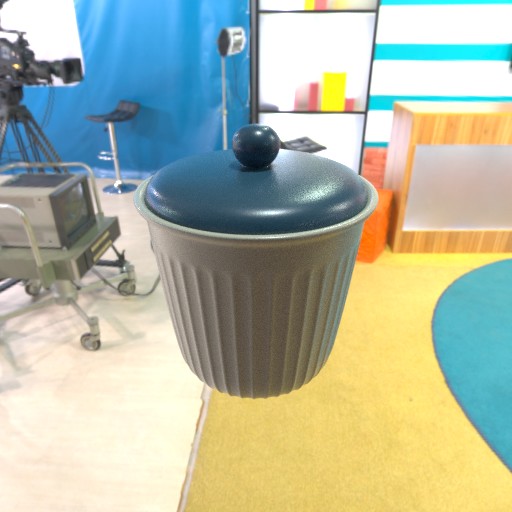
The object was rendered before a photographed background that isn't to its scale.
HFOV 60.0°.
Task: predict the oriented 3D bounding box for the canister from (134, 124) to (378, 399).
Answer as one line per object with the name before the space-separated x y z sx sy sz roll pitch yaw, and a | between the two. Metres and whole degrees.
canister | 0.000 0.000 0.364 0.181 0.211 0.181 0 28 0
